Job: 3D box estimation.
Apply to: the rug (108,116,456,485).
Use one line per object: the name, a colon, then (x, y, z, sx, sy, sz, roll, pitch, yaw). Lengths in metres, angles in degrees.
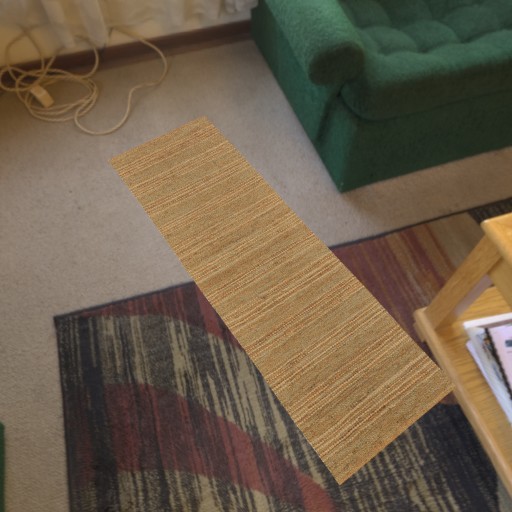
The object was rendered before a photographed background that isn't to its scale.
rug: (0.000, 0.000, 2.653, 0.783, 0.006, 2.438, -31, 63, -17)
